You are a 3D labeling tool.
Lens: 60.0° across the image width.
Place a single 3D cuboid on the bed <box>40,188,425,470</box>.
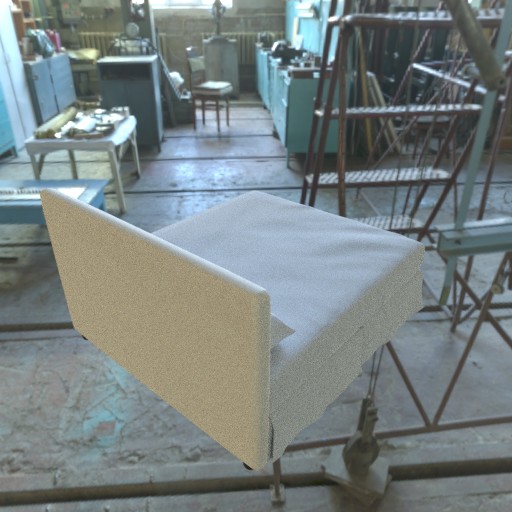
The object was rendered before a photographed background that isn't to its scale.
[{"bbox_3d":[0.000,0.000,3.598,2.119,1.317,2.341,23,37,34],"label":"bed"}]
